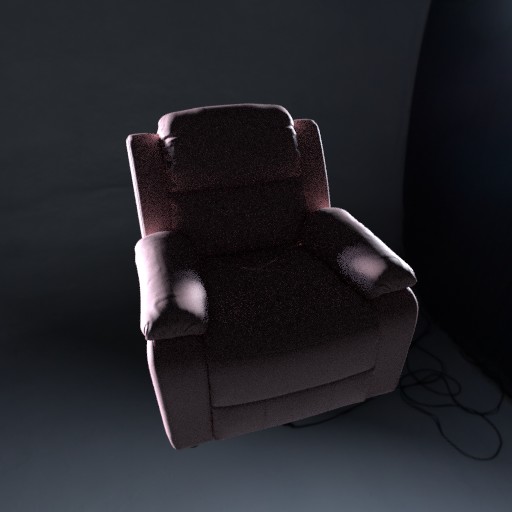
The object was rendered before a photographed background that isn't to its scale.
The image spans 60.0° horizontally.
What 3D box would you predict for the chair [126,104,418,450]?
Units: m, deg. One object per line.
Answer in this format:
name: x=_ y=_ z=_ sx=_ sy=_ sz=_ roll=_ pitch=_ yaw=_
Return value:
chair: x=0.000 y=0.000 z=1.257 sx=0.680 sy=0.702 sz=0.709 roll=-10 pitch=33 yaw=-15
